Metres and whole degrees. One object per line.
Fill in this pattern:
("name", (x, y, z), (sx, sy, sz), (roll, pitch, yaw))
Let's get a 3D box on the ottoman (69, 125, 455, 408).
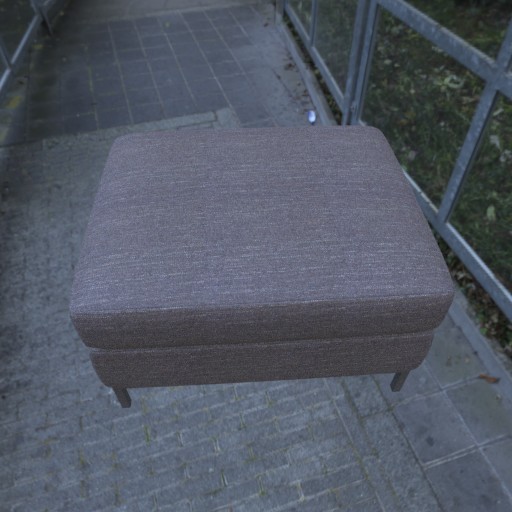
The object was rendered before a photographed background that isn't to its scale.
("ottoman", (0.000, 0.000, 1.241), (0.820, 0.490, 0.671), (-3, 47, -2))
